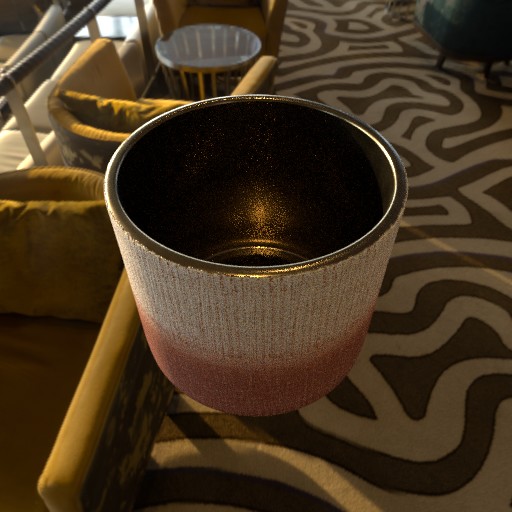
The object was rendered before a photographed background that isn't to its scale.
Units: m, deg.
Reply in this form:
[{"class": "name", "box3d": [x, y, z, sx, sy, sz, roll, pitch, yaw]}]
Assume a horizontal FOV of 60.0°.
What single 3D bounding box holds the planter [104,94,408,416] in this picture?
[{"class": "planter", "box3d": [0.000, 0.000, 0.317, 0.178, 0.157, 0.178, 0, 47, 0]}]
